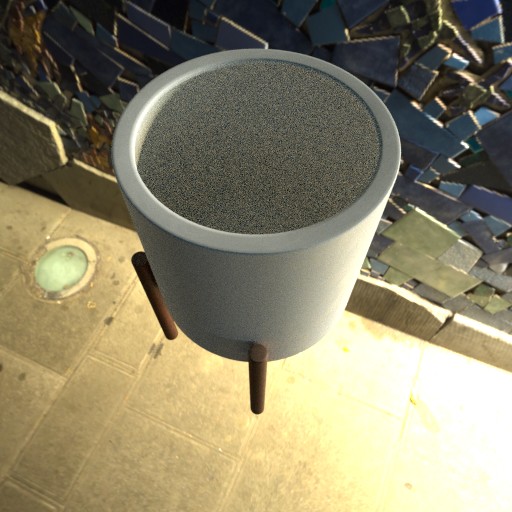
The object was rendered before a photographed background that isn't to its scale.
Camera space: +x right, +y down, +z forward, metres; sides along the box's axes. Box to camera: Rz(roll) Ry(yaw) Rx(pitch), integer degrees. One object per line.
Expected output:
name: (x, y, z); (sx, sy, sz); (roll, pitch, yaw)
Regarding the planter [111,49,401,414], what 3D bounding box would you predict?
planter: (0.000, 0.000, 0.929); (0.417, 0.670, 0.417); (34, 64, 19)
